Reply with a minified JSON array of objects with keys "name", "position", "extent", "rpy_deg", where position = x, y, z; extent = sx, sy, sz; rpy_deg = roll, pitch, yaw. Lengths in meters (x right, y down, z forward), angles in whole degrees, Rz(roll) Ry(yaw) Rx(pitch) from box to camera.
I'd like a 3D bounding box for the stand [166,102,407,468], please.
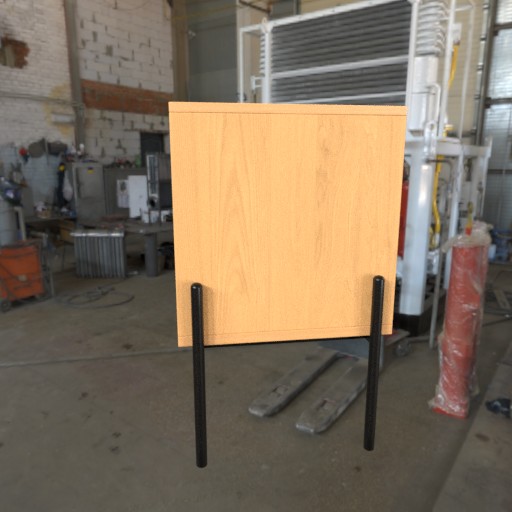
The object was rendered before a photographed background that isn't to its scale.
[{"name":"stand","position":[0.000,0.000,1.021],"extent":[0.400,0.600,0.630],"rpy_deg":[-2,12,-8]}]
